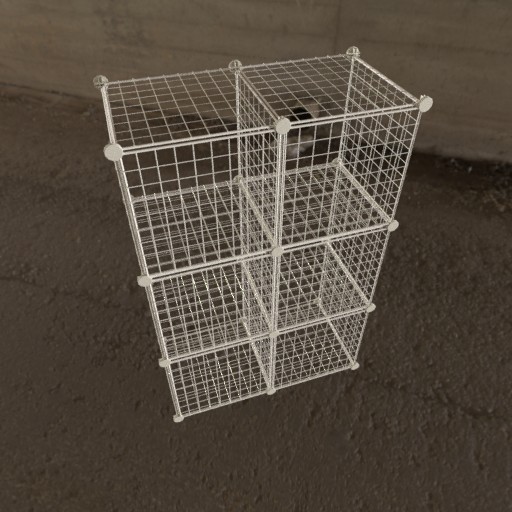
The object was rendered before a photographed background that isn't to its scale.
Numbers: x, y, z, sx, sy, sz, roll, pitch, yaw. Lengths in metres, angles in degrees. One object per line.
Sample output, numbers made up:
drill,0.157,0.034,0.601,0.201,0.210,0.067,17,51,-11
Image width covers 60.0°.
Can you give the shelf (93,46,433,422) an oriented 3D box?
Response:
shelf,0.000,0.000,1.382,0.711,1.067,0.356,-12,44,-13
